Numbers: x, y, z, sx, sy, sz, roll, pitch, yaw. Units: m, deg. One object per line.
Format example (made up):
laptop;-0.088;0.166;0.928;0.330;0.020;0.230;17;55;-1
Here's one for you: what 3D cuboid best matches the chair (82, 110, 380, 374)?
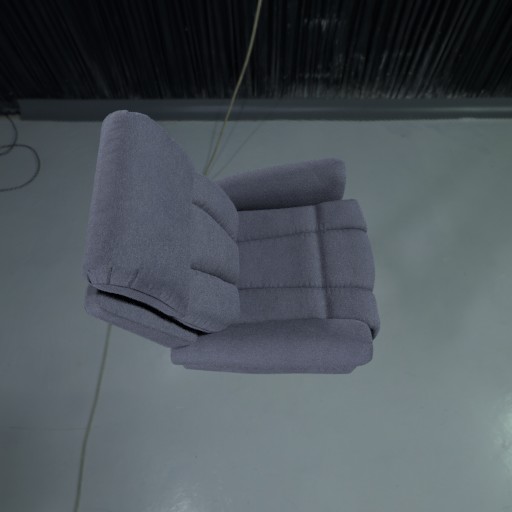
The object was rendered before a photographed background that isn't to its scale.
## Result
chair;0.000;0.000;1.716;0.979;1.031;0.871;-2;64;-1
